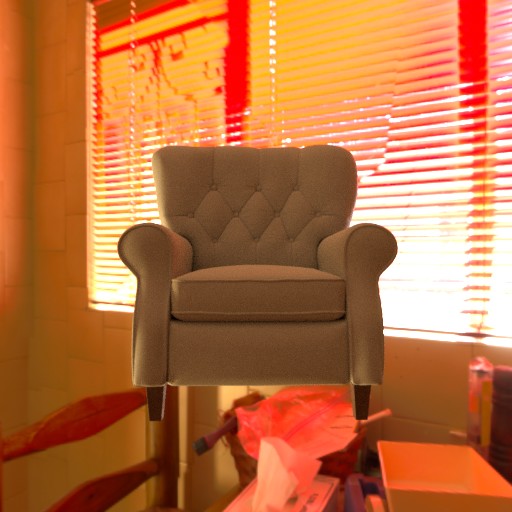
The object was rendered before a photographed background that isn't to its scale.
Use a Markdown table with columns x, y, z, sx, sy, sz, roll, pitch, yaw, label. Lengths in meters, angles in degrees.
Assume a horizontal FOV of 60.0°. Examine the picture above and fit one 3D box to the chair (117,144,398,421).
| x | y | z | sx | sy | sz | roll | pitch | yaw | label |
| --- | --- | --- | --- | --- | --- | --- | --- | --- | --- |
| 0.000 | 0.000 | 2.071 | 1.090 | 1.217 | 1.128 | 0 | 0 | -1 | chair |
